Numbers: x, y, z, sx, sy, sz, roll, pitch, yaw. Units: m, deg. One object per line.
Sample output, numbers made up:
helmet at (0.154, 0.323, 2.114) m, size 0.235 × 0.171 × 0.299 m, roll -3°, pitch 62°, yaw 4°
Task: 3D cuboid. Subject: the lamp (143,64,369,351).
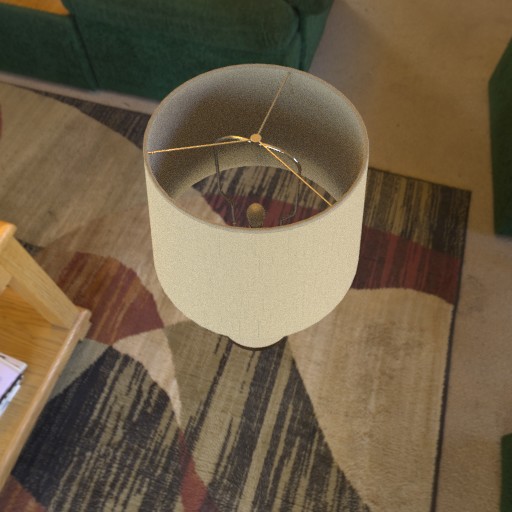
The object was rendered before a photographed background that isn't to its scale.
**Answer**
lamp at (0.000, 0.000, 0.655) m, size 0.285 × 0.483 × 0.285 m, roll 0°, pitch 60°, yaw 0°
